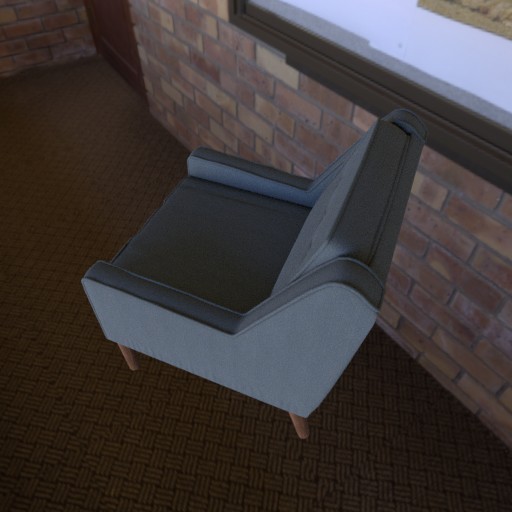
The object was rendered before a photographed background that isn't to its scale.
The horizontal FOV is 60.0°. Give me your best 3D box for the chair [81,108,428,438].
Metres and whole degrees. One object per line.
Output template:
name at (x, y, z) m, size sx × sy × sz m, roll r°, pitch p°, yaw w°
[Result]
chair at (0.000, 0.000, 1.311) m, size 0.733 × 0.780 × 0.663 m, roll 17°, pitch 50°, yaw 15°
